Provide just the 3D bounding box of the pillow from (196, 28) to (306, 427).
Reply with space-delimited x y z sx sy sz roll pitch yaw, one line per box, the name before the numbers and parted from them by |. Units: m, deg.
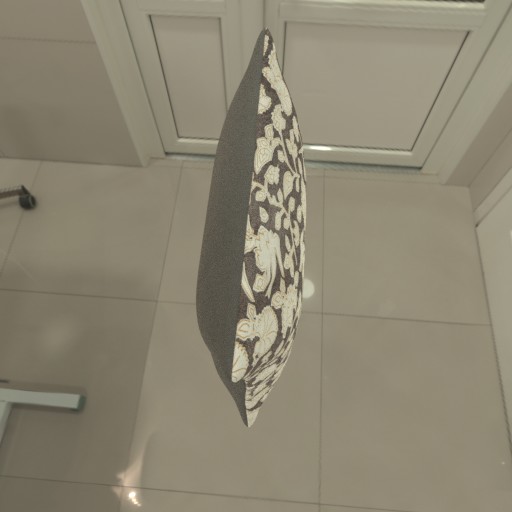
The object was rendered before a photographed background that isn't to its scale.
pillow | 0.000 0.000 0.783 0.166 0.507 0.526 4 64 2
